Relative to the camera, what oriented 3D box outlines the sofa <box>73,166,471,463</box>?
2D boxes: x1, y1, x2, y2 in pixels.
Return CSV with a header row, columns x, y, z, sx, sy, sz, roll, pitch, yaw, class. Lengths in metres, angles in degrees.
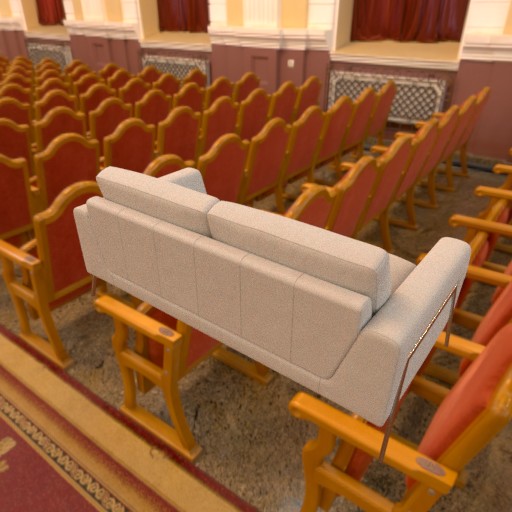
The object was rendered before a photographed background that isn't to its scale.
x,y,z,sx,sy,sz,roll,pitch,yaw,class
0.000,0.000,2.484,2.017,0.875,0.953,20,35,32,sofa
